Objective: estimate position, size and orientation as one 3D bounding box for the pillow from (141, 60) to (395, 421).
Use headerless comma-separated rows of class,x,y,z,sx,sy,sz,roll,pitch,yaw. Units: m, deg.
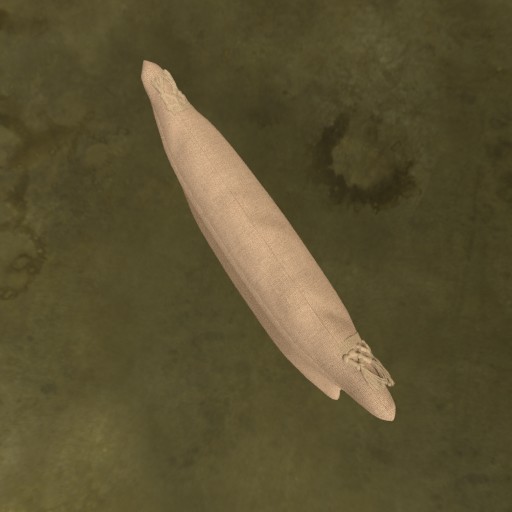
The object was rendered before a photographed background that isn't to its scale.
pillow,0.000,0.000,0.599,0.084,0.305,0.466,-33,78,-8
